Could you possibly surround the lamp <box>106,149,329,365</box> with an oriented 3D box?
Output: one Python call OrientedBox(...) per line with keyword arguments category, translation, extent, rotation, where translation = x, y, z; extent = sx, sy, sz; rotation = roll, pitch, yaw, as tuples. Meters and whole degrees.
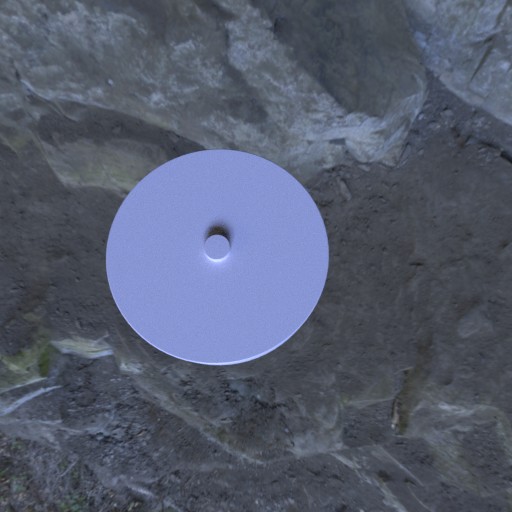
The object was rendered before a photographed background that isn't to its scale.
OrientedBox(category="lamp", translation=(0.000, 0.000, 0.706), extent=(0.229, 0.508, 0.369), rotation=(33, 78, 8))
